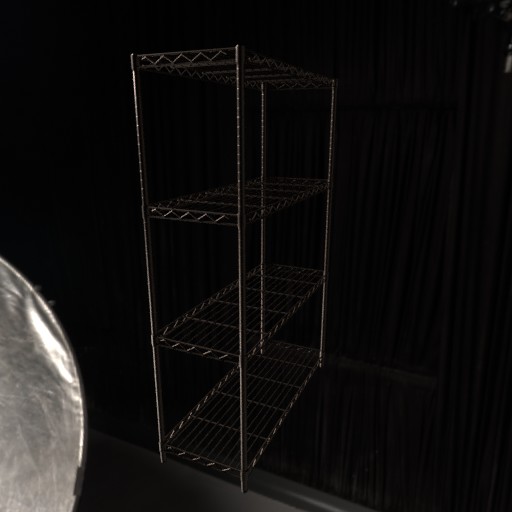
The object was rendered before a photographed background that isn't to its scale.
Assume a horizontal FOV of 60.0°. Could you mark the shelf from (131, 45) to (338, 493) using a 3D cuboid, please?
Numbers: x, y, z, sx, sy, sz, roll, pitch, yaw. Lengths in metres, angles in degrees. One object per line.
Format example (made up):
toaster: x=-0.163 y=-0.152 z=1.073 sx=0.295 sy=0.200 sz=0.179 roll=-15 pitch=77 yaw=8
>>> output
shelf: x=0.000 y=0.000 z=1.739 sx=0.352 sy=1.361 sz=0.907 roll=7 pitch=18 yaw=24
